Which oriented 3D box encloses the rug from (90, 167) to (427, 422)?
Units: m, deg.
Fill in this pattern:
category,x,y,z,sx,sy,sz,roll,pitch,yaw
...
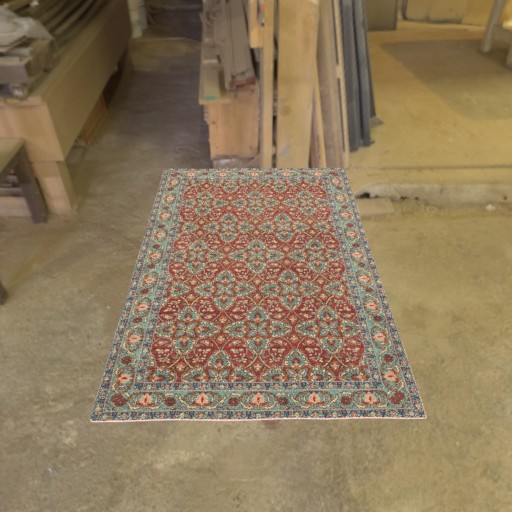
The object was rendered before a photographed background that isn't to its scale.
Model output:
category,x,y,z,sx,sy,sz,roll,pitch,yaw
rug,0.000,0.000,2.291,1.219,0.009,1.829,0,40,0
